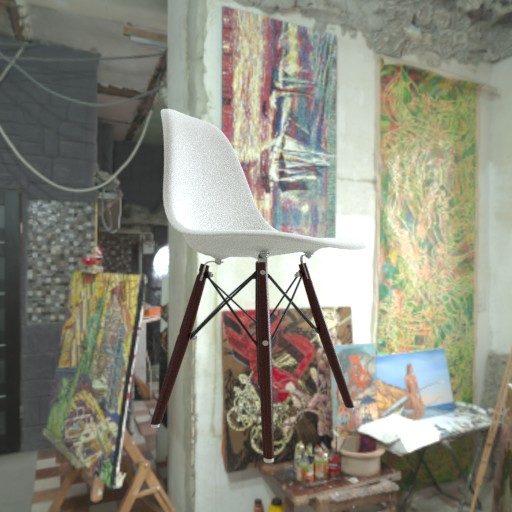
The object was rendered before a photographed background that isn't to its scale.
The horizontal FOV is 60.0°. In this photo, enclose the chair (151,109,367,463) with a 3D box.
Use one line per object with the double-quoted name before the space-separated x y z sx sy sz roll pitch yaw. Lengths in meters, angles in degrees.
"chair" 0.000 0.000 1.148 0.533 0.826 0.470 0 0 37
